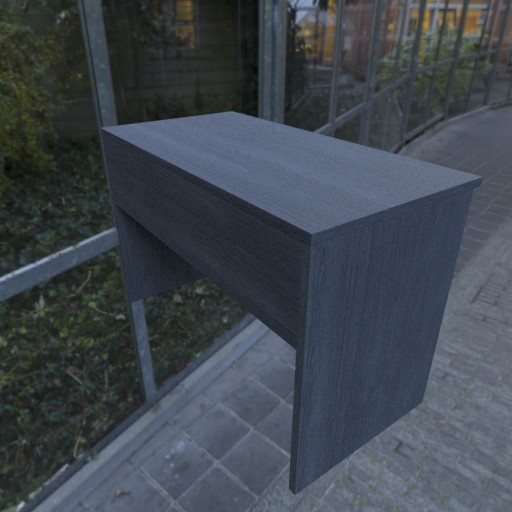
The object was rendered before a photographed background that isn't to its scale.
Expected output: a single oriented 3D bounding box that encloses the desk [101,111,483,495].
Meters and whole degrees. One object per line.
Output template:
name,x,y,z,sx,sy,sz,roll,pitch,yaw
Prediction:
desk,0.000,0.000,1.490,0.557,0.729,1.099,-19,33,-31
